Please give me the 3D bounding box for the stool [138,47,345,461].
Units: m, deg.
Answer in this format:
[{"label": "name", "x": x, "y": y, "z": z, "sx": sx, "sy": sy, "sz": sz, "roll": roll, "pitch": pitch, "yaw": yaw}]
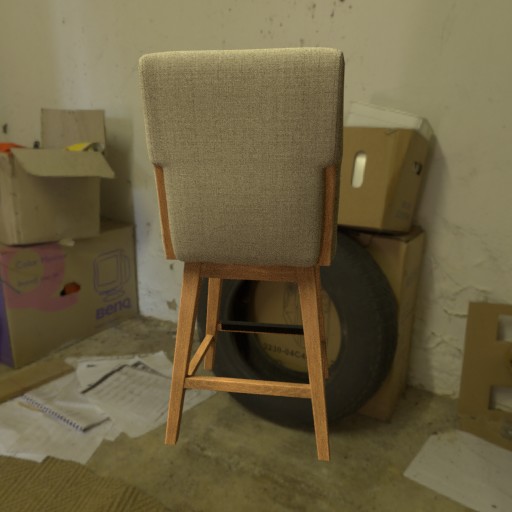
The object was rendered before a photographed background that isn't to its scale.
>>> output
[{"label": "stool", "x": 0.000, "y": 0.000, "z": 1.273, "sx": 0.459, "sy": 1.010, "sz": 0.526, "roll": 2, "pitch": 15, "yaw": 8}]
